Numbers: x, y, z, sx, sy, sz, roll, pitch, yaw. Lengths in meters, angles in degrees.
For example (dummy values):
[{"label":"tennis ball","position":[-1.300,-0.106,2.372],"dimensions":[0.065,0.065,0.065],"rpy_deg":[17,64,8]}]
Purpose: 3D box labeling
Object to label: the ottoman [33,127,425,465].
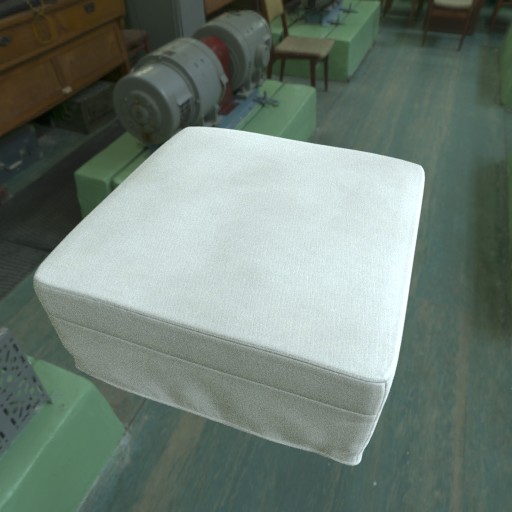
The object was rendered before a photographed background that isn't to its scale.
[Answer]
[{"label":"ottoman","position":[0.000,0.000,1.299],"dimensions":[0.842,0.441,0.843],"rpy_deg":[14,44,15]}]
